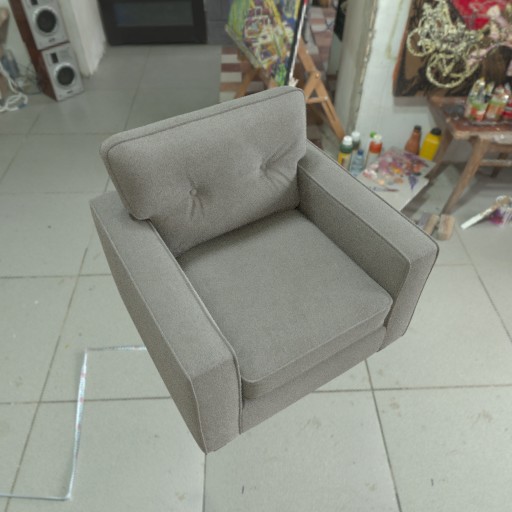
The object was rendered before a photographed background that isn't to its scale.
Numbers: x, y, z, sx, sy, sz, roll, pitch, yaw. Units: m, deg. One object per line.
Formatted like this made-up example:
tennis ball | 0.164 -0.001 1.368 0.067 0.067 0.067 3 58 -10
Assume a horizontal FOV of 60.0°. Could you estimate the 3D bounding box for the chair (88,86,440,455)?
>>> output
chair | 0.000 0.000 1.765 1.015 0.965 0.939 -24 51 -21
